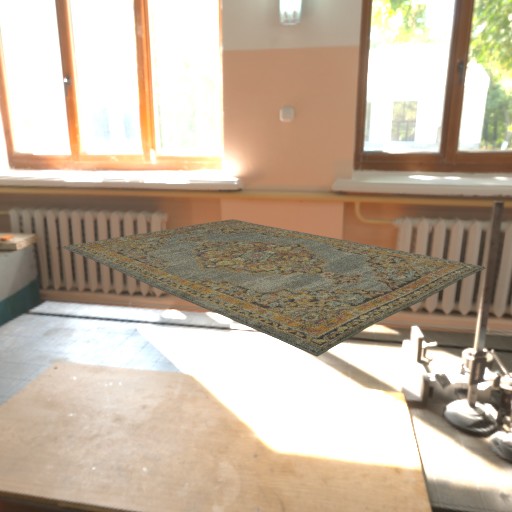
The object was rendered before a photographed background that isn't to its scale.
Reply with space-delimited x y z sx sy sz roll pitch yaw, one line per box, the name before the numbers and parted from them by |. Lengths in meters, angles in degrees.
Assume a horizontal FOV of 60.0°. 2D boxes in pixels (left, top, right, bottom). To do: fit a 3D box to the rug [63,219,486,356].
rug | 0.000 0.000 3.879 2.158 0.024 3.063 -14 20 -42
